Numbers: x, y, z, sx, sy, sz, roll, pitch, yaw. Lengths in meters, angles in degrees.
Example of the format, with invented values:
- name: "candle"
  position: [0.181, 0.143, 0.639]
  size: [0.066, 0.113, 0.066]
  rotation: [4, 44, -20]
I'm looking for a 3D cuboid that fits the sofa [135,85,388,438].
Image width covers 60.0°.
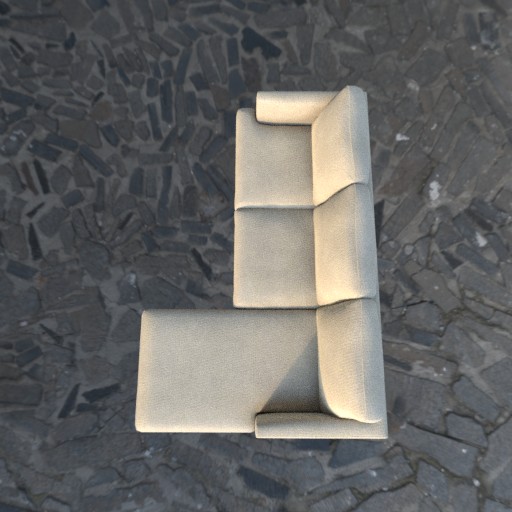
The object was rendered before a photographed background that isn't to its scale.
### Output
- name: "sofa"
  position: [0.000, 0.000, 2.968]
  size: [1.504, 0.956, 2.233]
  rotation: [0, 77, 0]
